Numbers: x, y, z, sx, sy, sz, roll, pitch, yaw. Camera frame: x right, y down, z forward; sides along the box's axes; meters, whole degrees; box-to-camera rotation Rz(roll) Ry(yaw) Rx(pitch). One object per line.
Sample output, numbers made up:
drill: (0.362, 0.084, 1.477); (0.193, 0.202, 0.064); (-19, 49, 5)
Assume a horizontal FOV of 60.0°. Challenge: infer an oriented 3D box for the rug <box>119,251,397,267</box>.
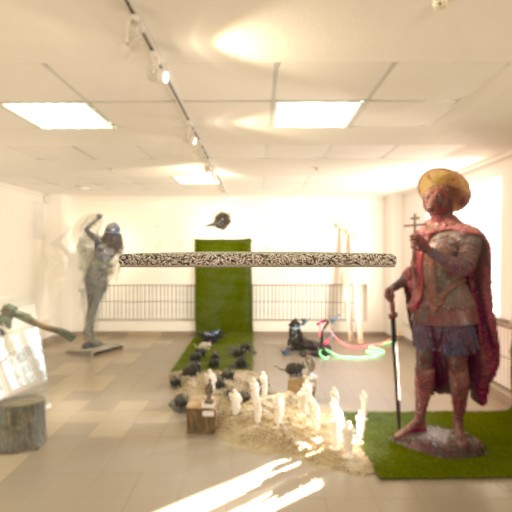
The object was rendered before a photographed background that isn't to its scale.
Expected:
rug: (0.000, 0.000, 1.718); (0.609, 0.030, 1.524); (0, 1, 0)
